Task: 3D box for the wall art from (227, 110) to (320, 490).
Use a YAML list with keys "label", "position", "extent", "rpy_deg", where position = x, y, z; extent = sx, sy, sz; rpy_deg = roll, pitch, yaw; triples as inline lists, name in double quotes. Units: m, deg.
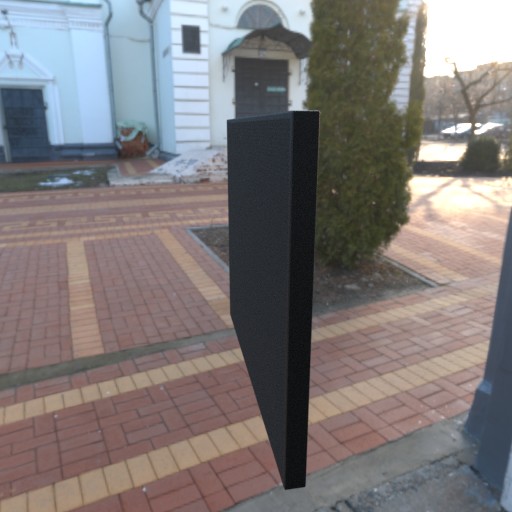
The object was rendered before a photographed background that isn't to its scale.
- label: "wall art"
  position: [0.000, 0.000, 0.764]
  extent: [0.029, 0.458, 0.559]
  rpy_deg: [-3, 16, -10]
